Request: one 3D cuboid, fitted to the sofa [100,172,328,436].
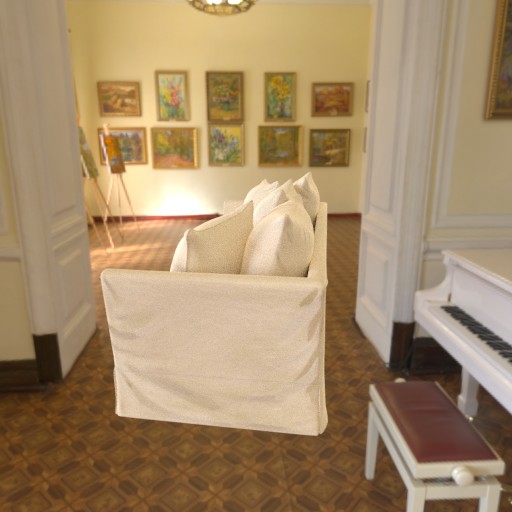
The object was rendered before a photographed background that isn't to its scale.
[{"bbox_3d":[0.000,0.000,3.087,1.030,1.042,2.484,2,15,9],"label":"sofa"}]
